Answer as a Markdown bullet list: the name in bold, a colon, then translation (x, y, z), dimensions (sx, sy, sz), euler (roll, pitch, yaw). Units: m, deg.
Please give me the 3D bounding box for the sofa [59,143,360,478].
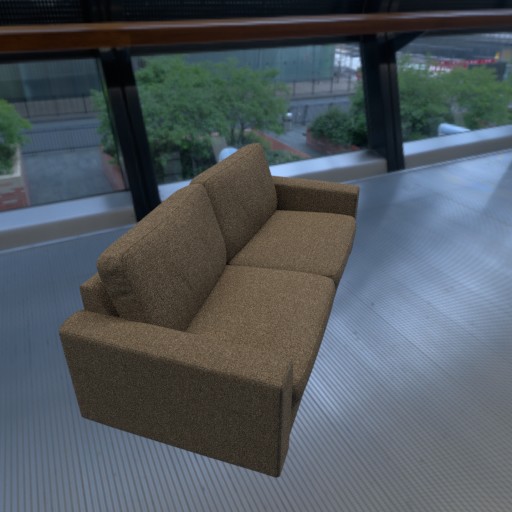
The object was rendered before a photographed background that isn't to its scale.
- **sofa**: translation (0.000, 0.000, 2.660), dimensions (1.016, 0.873, 2.179), euler (9, 30, 16)
